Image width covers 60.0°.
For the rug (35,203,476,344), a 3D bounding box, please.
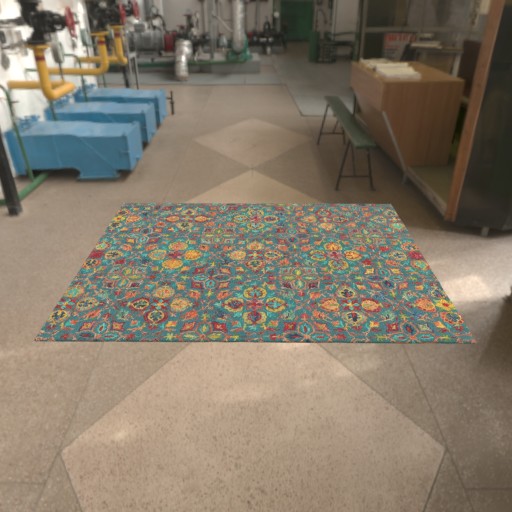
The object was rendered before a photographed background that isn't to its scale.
[{"bbox_3d":[0.000,0.000,4.247,3.204,0.025,2.434,0,31,0],"label":"rug"}]
